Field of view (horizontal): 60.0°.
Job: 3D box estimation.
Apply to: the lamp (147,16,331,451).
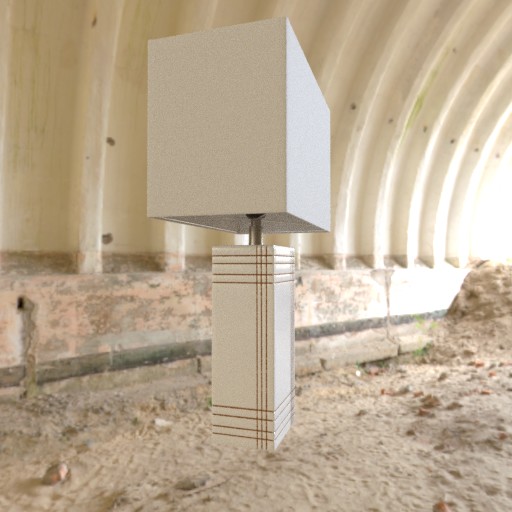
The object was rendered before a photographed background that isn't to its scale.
[{"bbox_3d":[0.000,0.000,0.687,0.182,0.543,0.334,0,-1,18],"label":"lamp"}]
